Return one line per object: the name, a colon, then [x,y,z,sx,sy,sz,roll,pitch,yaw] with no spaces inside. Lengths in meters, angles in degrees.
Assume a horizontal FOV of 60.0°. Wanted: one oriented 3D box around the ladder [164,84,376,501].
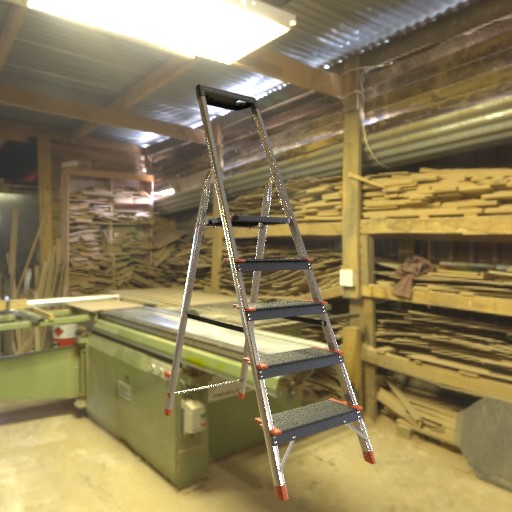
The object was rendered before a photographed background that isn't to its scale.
ladder: [0.000,0.000,2.029,0.480,1.646,0.995,0,0,-35]
